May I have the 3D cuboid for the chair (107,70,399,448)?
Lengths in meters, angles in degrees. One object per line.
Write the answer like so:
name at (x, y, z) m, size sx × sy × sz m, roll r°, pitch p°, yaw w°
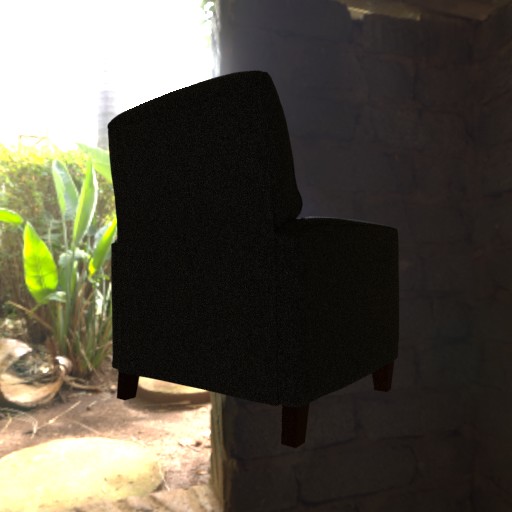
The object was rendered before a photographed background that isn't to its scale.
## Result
chair at (0.000, 0.000, 1.635) m, size 0.839 × 1.016 × 0.850 m, roll -1°, pitch -2°, yaw 36°
